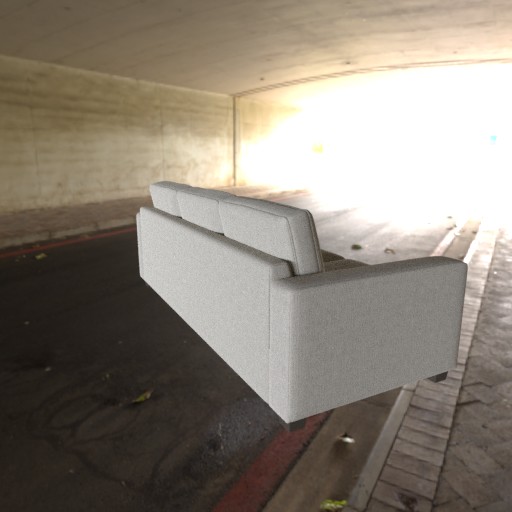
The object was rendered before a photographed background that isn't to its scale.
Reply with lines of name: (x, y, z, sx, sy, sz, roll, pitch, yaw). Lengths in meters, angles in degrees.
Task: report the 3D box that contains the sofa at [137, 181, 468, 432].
sofa: (0.000, 0.000, 2.604, 0.900, 0.800, 2.160, -7, 15, -27)
